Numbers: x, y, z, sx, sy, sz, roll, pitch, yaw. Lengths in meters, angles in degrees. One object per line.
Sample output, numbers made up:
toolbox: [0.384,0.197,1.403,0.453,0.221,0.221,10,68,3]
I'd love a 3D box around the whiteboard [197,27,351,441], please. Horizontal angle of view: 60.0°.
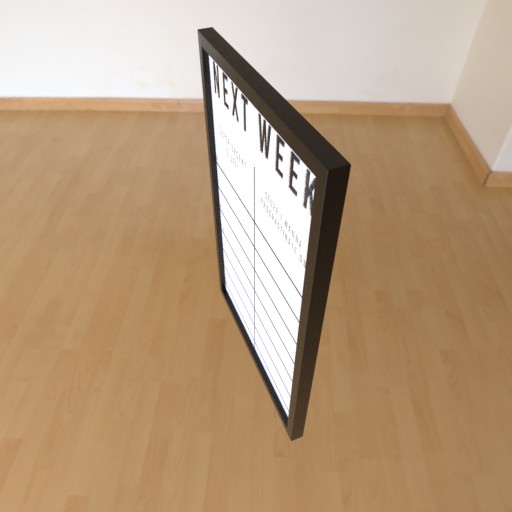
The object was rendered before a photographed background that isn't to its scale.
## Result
whiteboard: [0.000,0.000,0.759,0.026,0.611,0.406,-16,47,-16]
